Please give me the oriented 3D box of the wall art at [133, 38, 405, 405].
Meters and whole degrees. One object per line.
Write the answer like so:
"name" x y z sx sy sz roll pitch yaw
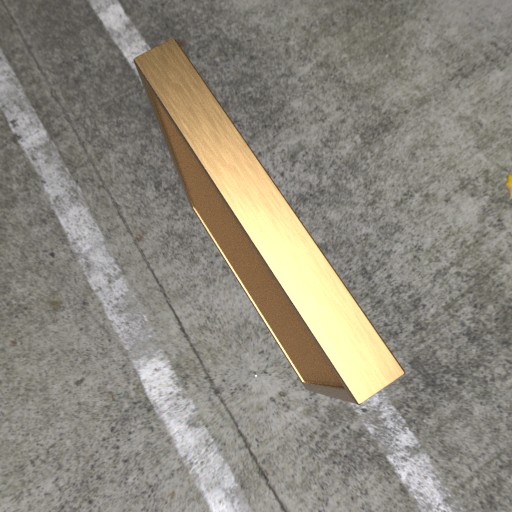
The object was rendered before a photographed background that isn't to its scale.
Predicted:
"wall art" 0.000 0.000 0.463 0.037 0.305 0.305 -31 77 -8
